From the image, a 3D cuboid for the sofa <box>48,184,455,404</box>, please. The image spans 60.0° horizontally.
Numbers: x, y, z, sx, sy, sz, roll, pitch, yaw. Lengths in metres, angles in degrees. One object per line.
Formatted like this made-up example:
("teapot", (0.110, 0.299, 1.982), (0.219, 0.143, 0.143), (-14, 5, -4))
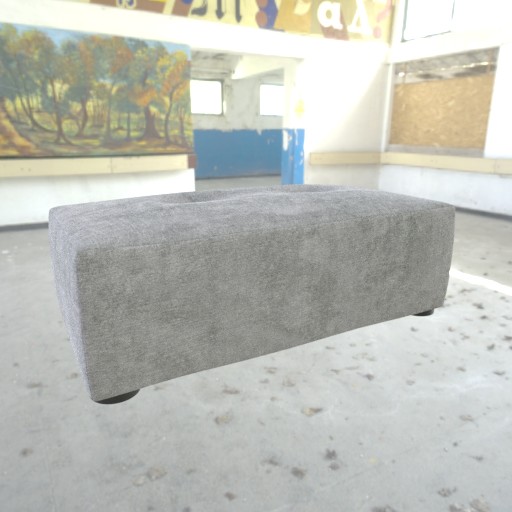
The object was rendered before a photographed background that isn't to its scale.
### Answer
("sofa", (0.000, 0.000, 1.137), (0.930, 0.330, 0.480), (-9, 18, -28))
